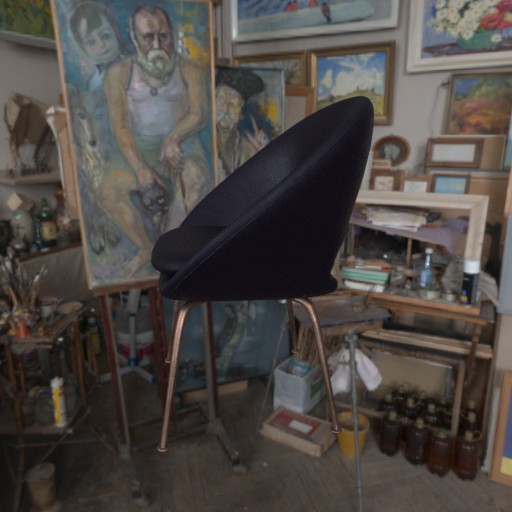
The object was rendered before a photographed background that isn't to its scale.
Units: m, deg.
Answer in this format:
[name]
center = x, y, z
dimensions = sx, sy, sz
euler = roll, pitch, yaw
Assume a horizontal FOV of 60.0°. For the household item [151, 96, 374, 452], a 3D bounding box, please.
[household item]
center = 0.000, 0.000, 1.249
dimensions = 0.573, 0.852, 0.623
euler = -2, 15, -9
